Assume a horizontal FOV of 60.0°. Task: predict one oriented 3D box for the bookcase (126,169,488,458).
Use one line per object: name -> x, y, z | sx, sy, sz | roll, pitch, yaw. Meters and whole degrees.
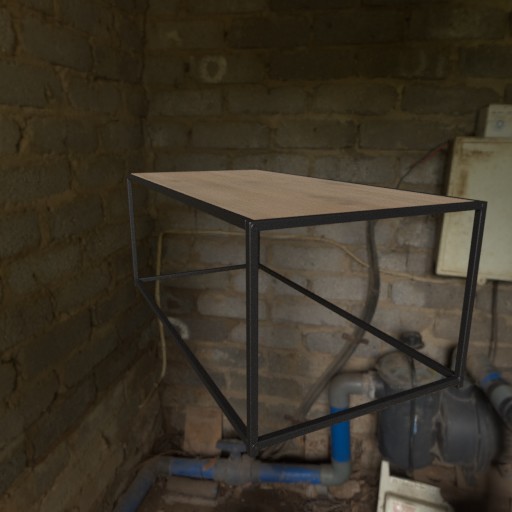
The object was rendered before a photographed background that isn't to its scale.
bookcase -> 0.000, 0.000, 1.225 | 0.500, 0.400, 1.000 | -7, 16, -25
